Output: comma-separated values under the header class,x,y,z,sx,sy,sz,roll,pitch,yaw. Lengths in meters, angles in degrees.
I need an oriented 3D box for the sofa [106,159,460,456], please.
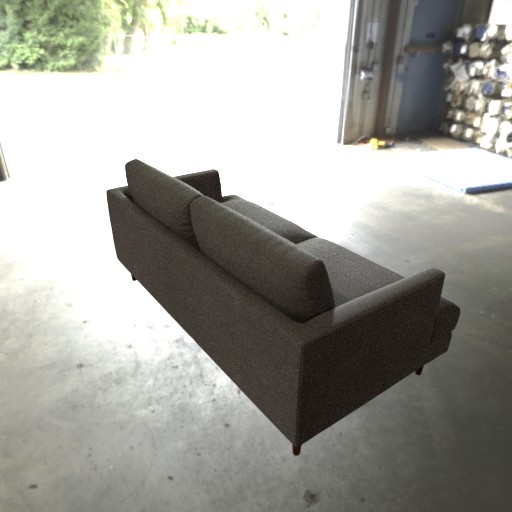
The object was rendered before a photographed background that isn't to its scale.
class,x,y,z,sx,sy,sz,roll,pitch,yaw
sofa,0.000,0.000,2.521,1.020,0.868,1.948,-18,33,-31
